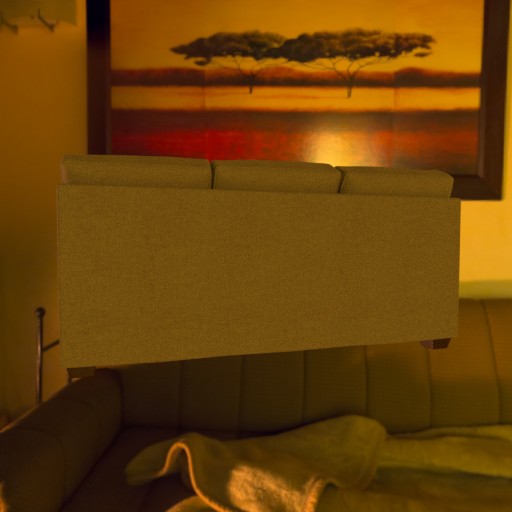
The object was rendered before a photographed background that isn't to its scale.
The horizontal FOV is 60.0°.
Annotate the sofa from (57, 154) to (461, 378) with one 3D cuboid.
[{"bbox_3d":[0.000,0.000,2.683,2.092,1.036,1.127,-1,2,-18],"label":"sofa"}]
